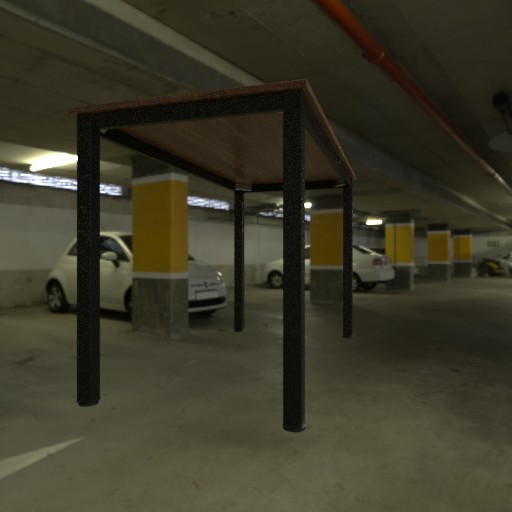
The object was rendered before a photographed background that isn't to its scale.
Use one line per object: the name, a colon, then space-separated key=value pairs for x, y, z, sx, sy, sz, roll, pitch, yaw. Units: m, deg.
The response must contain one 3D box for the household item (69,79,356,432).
household item: x=0.000 y=0.000 z=1.587 sx=0.600 sy=0.750 sz=1.200 roll=0 pitch=0 yaw=18
